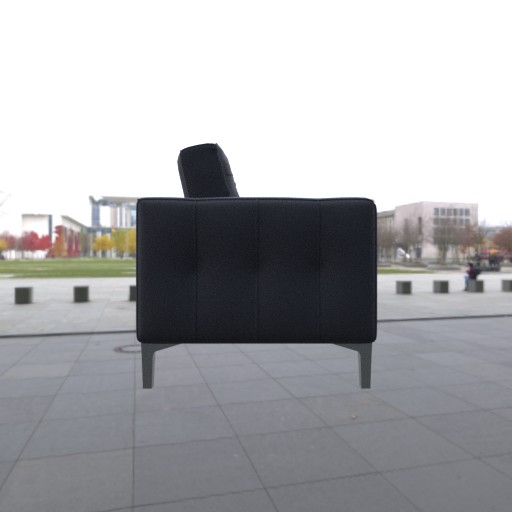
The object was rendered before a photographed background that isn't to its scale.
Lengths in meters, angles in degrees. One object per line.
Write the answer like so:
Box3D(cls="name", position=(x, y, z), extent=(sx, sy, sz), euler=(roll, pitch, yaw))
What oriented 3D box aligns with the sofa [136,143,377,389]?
Box3D(cls="sofa", position=(0.000, 0.000, 2.320), extent=(0.833, 0.893, 1.726), euler=(0, 0, 0))
